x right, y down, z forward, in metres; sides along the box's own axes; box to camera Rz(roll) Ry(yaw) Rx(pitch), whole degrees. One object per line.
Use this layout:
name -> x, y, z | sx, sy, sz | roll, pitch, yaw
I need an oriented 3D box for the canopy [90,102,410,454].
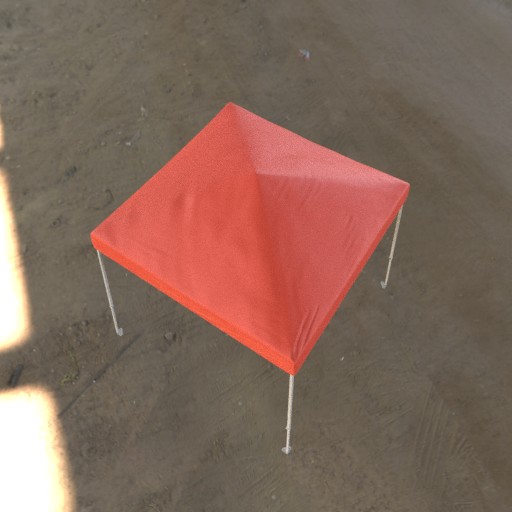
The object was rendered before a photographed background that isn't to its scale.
canopy -> 0.000, 0.000, 5.272 | 2.849, 2.850, 2.850 | 30, 63, 17
